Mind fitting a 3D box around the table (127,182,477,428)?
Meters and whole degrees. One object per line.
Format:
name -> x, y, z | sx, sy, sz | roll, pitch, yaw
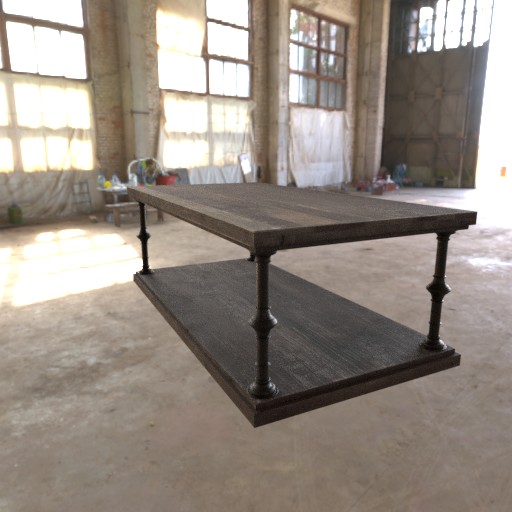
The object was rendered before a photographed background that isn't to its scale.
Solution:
table -> 0.000, 0.000, 1.379 | 0.554, 0.373, 1.088 | -7, 15, -26
